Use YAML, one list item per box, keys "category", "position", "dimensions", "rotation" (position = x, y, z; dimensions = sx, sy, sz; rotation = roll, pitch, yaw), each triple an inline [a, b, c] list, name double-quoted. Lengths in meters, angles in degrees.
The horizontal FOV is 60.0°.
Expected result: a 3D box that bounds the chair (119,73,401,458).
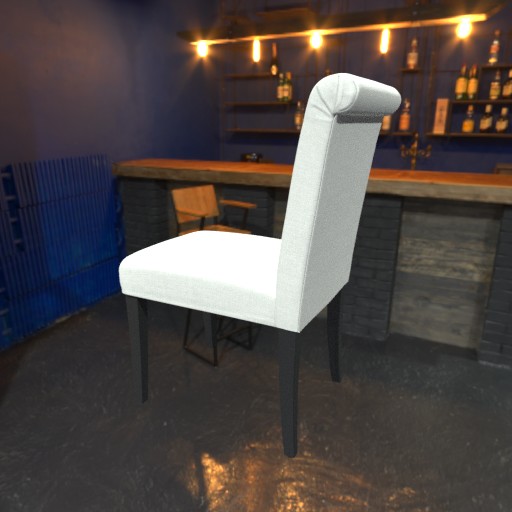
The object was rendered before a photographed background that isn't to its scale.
- category: "chair"
  position: [0.000, 0.000, 1.355]
  dimensions: [0.708, 0.976, 0.452]
  rotation: [9, 19, 27]
